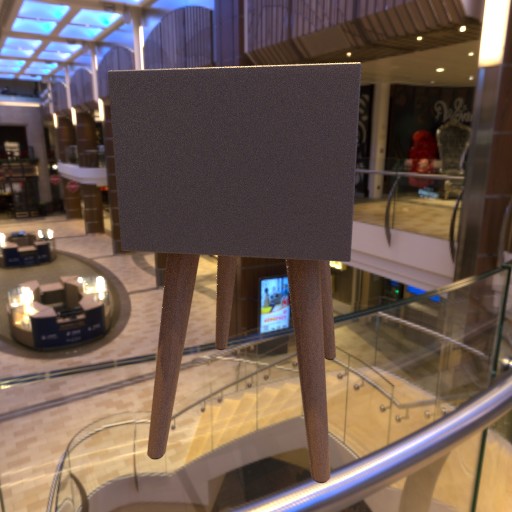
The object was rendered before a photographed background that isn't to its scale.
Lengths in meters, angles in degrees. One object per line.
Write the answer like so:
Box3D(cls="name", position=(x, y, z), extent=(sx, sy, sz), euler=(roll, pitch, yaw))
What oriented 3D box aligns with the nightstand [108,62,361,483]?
Box3D(cls="nightstand", position=(0.000, 0.000, 0.709), extent=(0.288, 0.508, 0.370), euler=(3, 15, 11))
